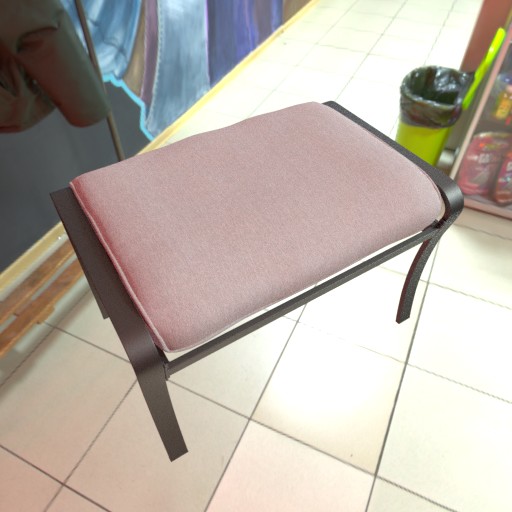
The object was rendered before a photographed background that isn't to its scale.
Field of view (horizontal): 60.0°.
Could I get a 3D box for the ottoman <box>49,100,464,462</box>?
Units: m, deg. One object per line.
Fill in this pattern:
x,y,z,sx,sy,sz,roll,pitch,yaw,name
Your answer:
0.000,0.000,0.885,0.610,0.422,0.406,-25,52,-21,ottoman
